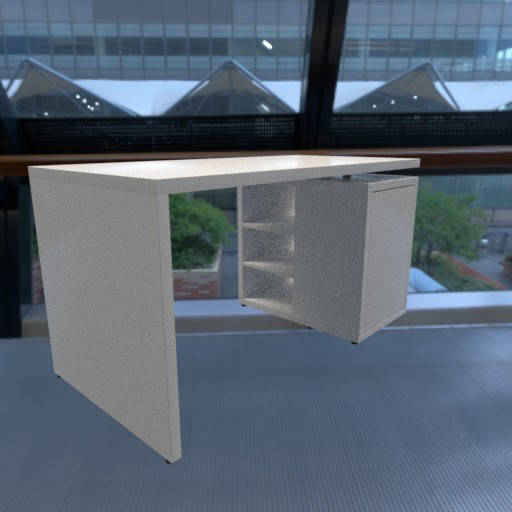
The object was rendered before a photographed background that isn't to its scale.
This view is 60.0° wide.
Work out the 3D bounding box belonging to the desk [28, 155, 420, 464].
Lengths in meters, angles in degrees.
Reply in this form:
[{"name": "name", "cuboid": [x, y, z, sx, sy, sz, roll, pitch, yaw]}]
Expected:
[{"name": "desk", "cuboid": [0.000, 0.000, 1.781, 0.690, 0.740, 1.400, 13, 20, 41]}]
